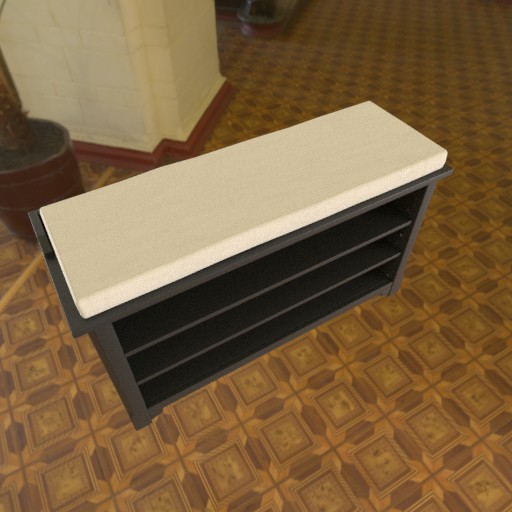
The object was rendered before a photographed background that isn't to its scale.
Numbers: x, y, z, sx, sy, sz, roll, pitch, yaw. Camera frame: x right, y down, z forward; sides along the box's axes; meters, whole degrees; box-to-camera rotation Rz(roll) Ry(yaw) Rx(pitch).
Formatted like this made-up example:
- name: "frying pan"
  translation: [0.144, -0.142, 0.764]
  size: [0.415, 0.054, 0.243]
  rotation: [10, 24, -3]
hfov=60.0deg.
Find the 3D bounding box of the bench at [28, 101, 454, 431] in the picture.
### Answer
- name: "bench"
  translation: [0.000, 0.000, 1.226]
  size: [0.973, 0.561, 0.345]
  rotation: [-23, 51, -20]
